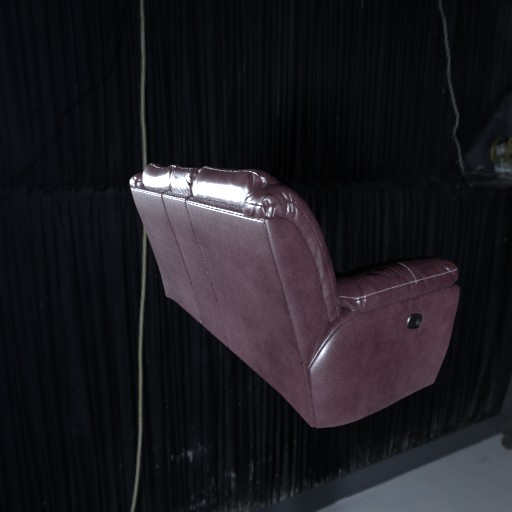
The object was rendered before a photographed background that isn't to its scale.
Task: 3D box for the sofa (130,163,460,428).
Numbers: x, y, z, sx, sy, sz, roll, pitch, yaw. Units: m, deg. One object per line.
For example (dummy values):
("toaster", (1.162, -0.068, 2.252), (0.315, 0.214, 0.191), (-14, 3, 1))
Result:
("sofa", (0.000, 0.000, 2.563), (0.991, 1.043, 2.058), (-6, 14, -27))
